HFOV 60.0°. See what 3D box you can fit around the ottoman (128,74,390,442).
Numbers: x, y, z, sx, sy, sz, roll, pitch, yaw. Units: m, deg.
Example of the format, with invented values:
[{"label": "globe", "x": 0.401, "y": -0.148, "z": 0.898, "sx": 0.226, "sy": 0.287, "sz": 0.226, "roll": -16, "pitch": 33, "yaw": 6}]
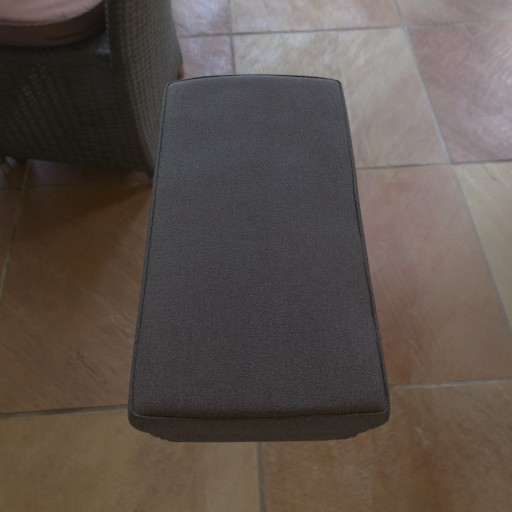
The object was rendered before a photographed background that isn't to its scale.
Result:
[{"label": "ottoman", "x": 0.000, "y": 0.000, "z": 1.123, "sx": 0.490, "sy": 0.448, "sz": 0.864, "roll": -1, "pitch": 62, "yaw": 0}]
